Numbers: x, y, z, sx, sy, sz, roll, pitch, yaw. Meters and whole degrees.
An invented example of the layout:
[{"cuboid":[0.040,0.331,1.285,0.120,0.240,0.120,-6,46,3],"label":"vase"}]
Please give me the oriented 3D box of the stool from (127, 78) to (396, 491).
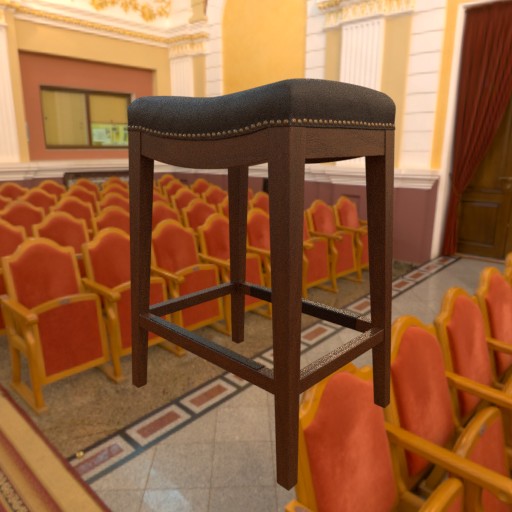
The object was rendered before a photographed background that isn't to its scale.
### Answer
[{"cuboid":[0.000,0.000,0.947,0.490,0.664,0.353,13,20,42],"label":"stool"}]
